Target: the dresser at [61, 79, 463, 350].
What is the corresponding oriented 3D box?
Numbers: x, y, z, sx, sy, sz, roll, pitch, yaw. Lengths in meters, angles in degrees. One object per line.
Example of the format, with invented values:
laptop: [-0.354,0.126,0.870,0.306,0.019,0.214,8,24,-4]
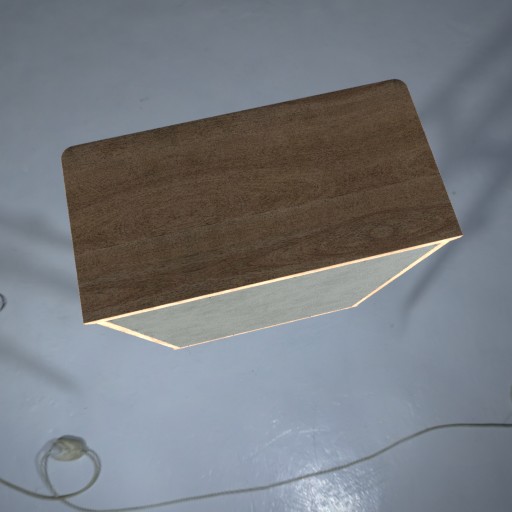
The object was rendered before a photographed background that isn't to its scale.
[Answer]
dresser: [0.000,0.000,1.798,0.973,1.318,0.484,-13,75,-3]
